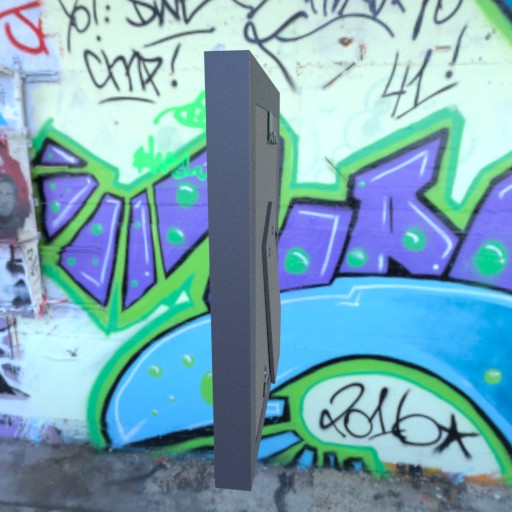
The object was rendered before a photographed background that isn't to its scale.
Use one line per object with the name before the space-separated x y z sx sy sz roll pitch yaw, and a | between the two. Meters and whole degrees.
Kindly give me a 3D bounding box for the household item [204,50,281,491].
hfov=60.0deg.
household item | 0.000 0.000 0.235 0.022 0.178 0.133 2 14 7
